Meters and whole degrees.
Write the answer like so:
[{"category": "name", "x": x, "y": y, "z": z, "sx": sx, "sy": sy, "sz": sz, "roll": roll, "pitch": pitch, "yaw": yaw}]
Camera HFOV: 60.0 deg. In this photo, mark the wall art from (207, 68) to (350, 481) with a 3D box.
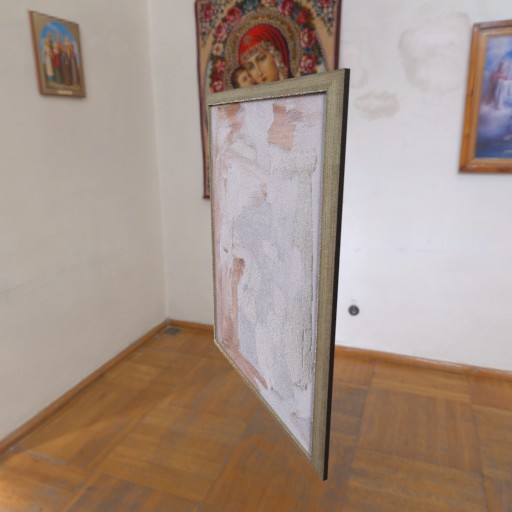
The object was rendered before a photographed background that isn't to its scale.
[{"category": "wall art", "x": 0.000, "y": 0.000, "z": 0.914, "sx": 0.018, "sy": 0.660, "sz": 0.559, "roll": -7, "pitch": 18, "yaw": -24}]
